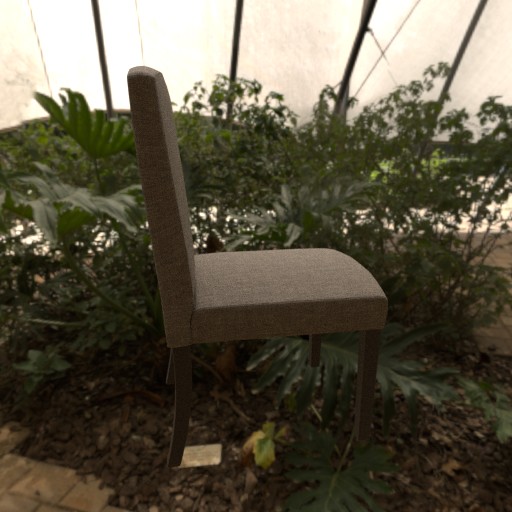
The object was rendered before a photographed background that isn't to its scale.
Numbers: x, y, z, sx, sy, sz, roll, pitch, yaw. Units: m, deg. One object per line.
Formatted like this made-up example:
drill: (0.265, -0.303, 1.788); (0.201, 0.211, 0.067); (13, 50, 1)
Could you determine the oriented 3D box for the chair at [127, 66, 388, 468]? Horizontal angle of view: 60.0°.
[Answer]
chair: (0.000, 0.000, 1.186); (0.580, 0.917, 0.451); (-3, 15, -11)
